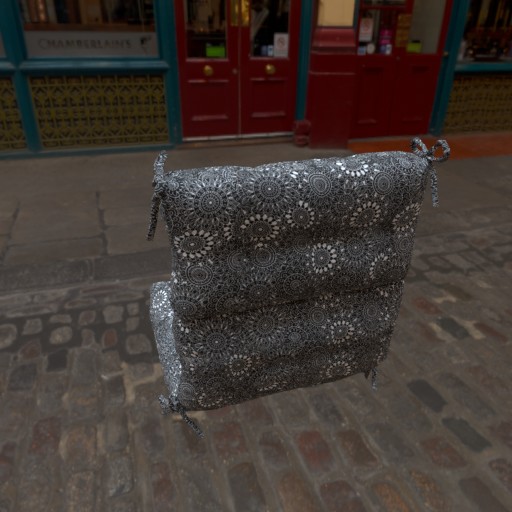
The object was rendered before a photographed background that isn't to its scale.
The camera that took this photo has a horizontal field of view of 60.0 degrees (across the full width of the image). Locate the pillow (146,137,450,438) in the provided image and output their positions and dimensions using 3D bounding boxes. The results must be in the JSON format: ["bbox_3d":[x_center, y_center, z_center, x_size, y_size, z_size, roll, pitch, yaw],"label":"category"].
[{"bbox_3d":[0.000,0.000,1.008,0.519,0.605,0.571,-9,28,-16],"label":"pillow"}]
